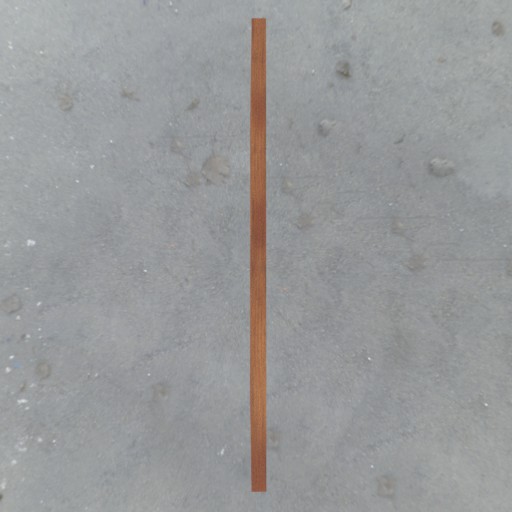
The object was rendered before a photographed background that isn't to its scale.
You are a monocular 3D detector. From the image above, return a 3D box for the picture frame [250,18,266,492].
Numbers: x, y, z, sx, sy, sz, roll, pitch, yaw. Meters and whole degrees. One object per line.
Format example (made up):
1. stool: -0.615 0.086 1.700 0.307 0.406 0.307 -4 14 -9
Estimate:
1. picture frame: 0.000 0.000 1.208 0.029 0.640 0.950 0 88 -1
